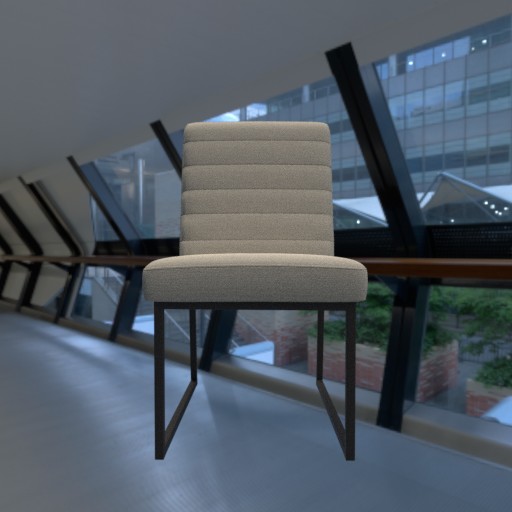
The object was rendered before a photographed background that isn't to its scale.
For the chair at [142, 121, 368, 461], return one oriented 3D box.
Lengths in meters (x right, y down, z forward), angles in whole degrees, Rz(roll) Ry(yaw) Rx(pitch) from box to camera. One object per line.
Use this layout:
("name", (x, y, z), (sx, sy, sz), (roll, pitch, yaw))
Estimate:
("chair", (0.000, 0.000, 1.310), (0.520, 0.930, 0.634), (0, 2, 1))
